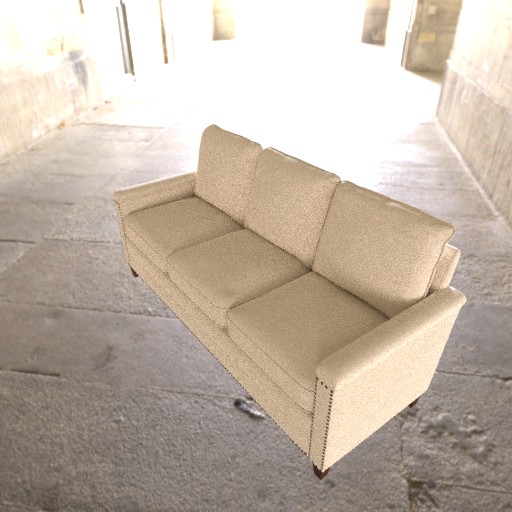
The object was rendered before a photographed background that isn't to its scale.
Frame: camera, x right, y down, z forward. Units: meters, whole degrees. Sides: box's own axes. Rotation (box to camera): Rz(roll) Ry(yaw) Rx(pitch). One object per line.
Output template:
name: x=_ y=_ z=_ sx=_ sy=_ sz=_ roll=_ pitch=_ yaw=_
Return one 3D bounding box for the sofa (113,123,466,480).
sofa: x=0.000 y=0.000 z=2.367 sx=0.828 sy=0.961 sz=1.925 roll=-22 pitch=38 yaw=-31
